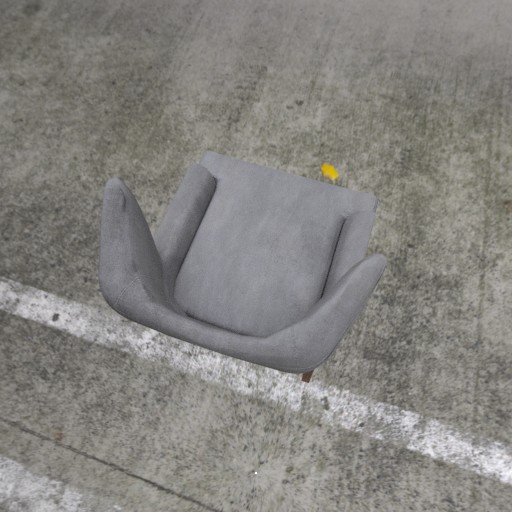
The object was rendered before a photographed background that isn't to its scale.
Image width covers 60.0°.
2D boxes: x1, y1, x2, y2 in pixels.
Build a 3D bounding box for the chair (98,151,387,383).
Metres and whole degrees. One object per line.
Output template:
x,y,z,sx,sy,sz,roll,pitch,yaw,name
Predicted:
0.000,0.000,1.637,0.784,0.950,0.906,17,65,8,chair
